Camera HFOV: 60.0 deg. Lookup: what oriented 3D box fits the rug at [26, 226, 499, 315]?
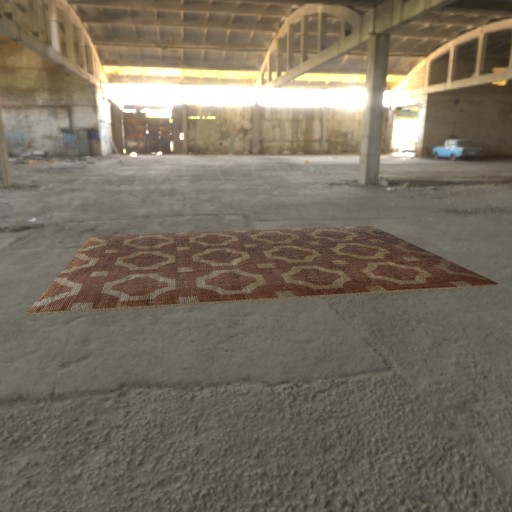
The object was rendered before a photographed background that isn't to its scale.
[{"bbox_3d":[0.000,0.000,2.837,2.286,0.016,1.555,-3,15,-10],"label":"rug"}]
